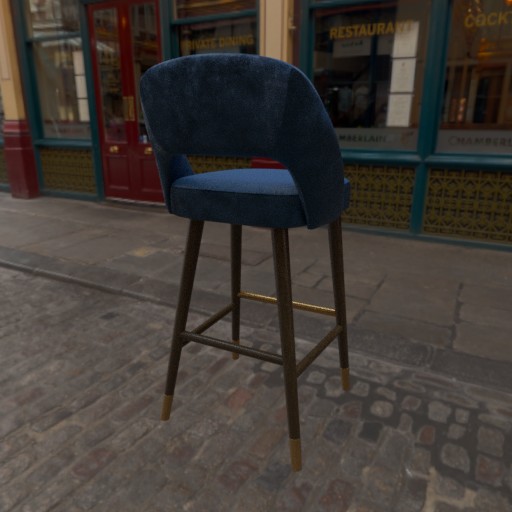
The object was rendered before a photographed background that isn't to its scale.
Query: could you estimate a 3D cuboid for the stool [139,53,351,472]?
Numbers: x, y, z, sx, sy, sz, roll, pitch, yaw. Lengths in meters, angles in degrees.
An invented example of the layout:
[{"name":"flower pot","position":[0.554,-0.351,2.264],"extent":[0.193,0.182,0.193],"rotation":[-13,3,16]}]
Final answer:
[{"name":"stool","position":[0.000,0.000,1.283],"extent":[0.514,1.016,0.515],"rotation":[9,18,27]}]
